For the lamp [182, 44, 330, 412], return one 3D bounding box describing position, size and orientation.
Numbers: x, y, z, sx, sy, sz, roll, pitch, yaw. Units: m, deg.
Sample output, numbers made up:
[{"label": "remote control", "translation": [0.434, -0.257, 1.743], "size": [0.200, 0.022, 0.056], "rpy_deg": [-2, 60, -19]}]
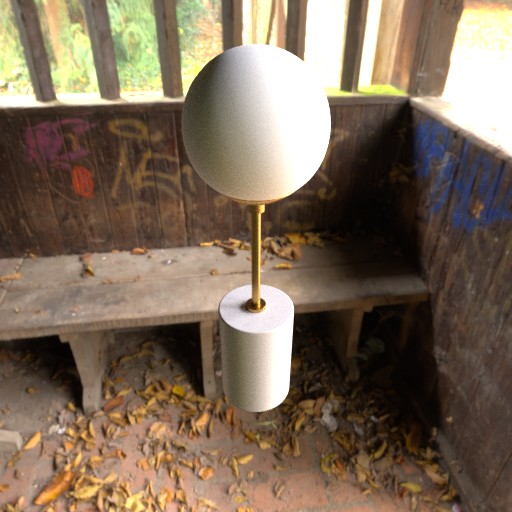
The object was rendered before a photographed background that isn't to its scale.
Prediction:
[{"label": "lamp", "translation": [0.000, 0.000, 0.553], "size": [0.153, 0.480, 0.153], "rpy_deg": [0, 34, 0]}]
